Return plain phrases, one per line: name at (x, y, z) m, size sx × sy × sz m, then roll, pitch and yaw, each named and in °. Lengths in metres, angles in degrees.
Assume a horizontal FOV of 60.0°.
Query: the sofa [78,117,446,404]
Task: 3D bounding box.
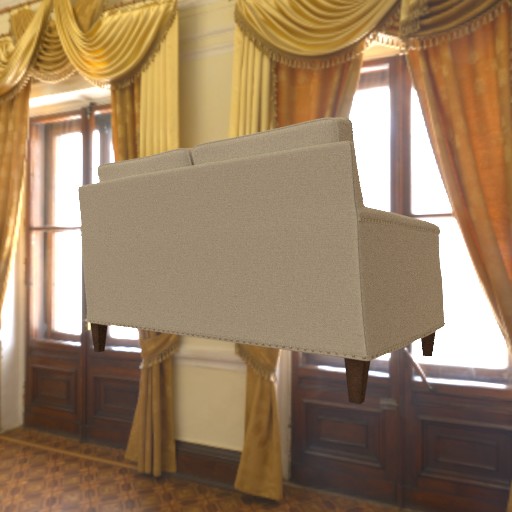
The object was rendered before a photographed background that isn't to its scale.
sofa at (0.000, 0.000, 2.254) m, size 1.597 × 1.003 × 1.084 m, roll 0°, pitch -1°, yaw 36°
